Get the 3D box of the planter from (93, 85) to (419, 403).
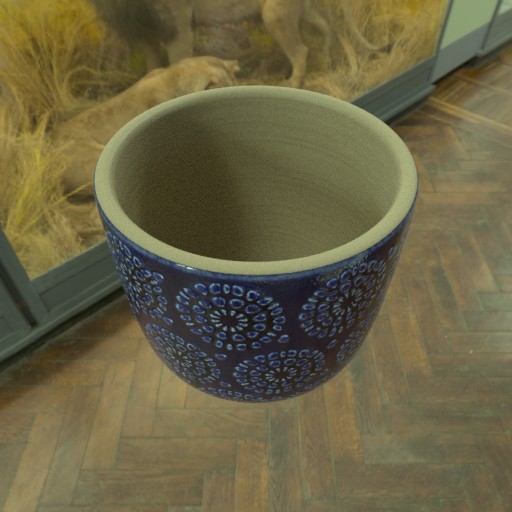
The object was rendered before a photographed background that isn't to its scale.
[{"bbox_3d":[0.000,0.000,0.281,0.165,0.149,0.165,0,46,0],"label":"planter"}]
